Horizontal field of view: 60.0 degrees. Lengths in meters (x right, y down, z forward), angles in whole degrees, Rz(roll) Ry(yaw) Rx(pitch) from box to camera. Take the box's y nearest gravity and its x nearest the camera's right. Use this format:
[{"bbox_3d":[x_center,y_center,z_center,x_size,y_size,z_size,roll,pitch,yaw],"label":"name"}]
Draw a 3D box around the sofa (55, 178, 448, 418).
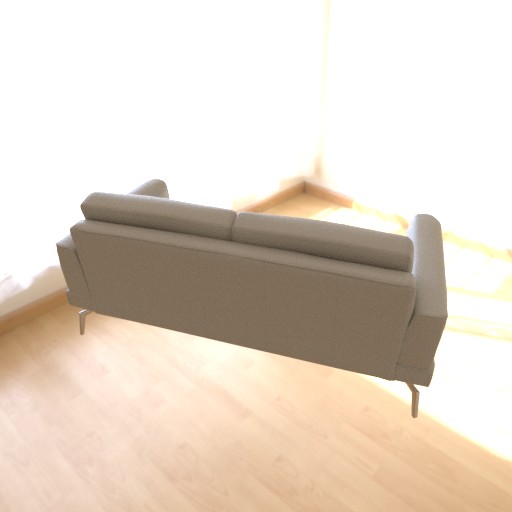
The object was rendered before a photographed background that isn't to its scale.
[{"bbox_3d":[0.000,0.000,2.756,2.177,0.930,1.121,10,33,15],"label":"sofa"}]
